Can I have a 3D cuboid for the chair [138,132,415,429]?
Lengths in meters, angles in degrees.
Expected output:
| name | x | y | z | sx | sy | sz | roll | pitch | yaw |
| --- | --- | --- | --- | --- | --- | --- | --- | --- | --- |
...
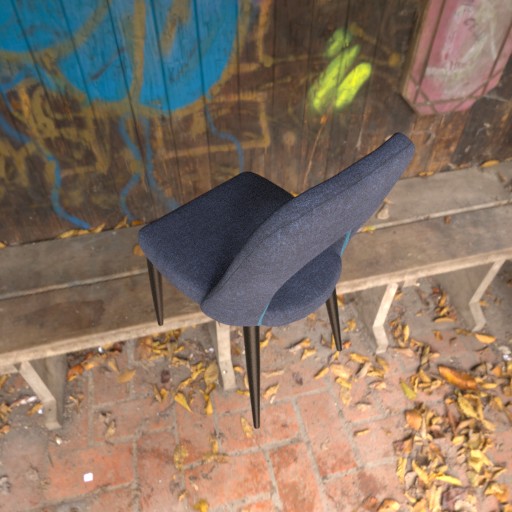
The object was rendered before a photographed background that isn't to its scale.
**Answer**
| name | x | y | z | sx | sy | sz | roll | pitch | yaw |
| --- | --- | --- | --- | --- | --- | --- | --- | --- | --- |
| chair | 0.000 | 0.000 | 1.261 | 0.470 | 0.931 | 0.612 | -34 | 56 | -27 |
